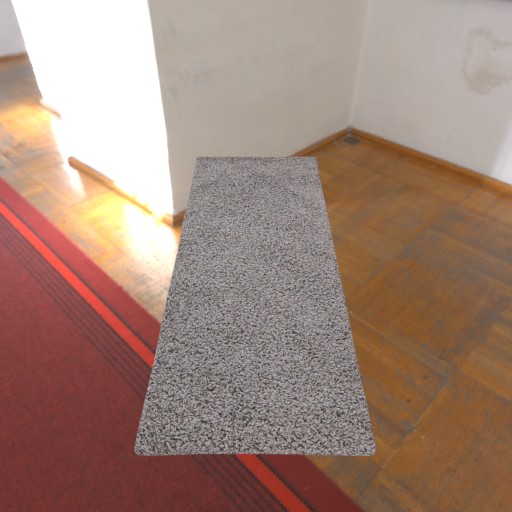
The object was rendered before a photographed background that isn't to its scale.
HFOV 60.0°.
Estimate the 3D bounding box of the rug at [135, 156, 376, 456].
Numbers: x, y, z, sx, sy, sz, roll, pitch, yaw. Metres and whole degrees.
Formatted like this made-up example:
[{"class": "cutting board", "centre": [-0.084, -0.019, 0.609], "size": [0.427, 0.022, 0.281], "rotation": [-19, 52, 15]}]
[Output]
[{"class": "rug", "centre": [0.000, 0.000, 1.687], "size": [0.609, 0.030, 1.524], "rotation": [0, 41, 0]}]
